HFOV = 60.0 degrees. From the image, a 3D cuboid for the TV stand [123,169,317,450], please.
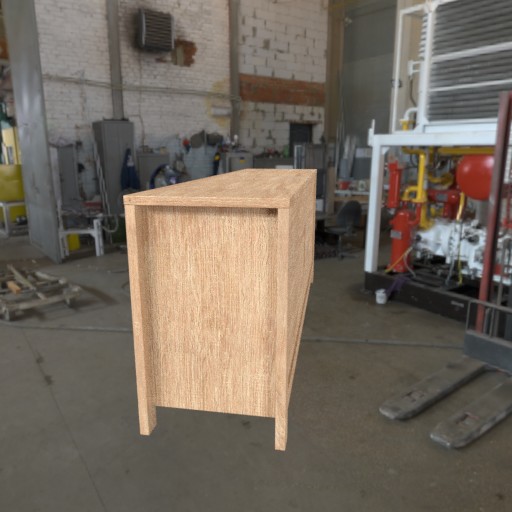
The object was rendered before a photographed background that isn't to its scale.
[{"bbox_3d":[0.000,0.000,1.738,0.398,0.610,1.466,2,14,10],"label":"TV stand"}]
